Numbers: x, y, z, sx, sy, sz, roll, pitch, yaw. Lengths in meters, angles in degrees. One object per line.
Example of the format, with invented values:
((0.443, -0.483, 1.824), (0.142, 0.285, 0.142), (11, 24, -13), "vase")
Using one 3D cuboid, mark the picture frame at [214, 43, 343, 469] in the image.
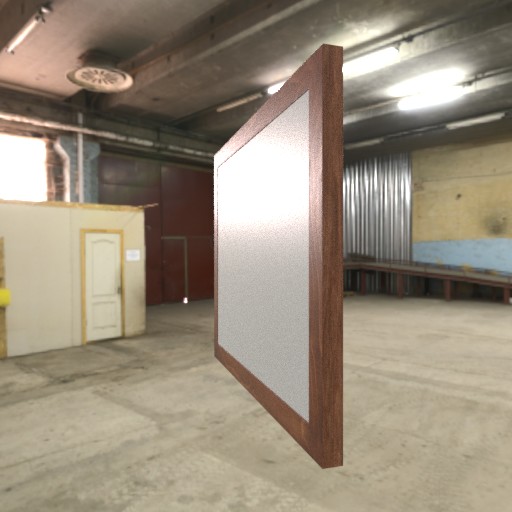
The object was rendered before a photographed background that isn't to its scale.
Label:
((0.000, 0.000, 0.746), (0.025, 0.457, 0.559), (0, 0, -17), "picture frame")
